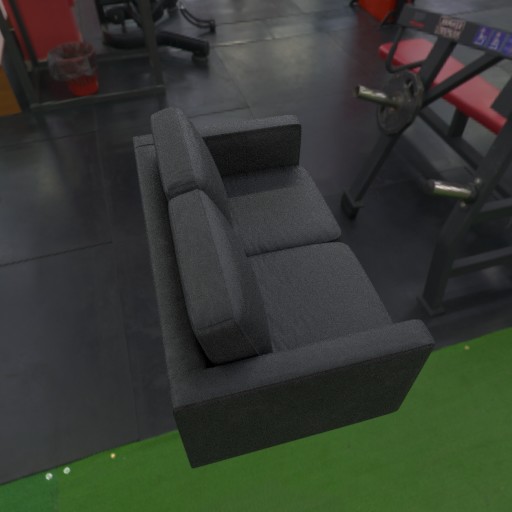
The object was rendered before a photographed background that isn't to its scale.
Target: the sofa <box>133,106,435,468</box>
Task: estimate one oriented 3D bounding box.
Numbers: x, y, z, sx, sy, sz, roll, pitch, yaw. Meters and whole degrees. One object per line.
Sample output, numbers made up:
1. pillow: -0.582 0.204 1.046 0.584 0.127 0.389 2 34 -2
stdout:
1. sofa: 0.000 0.000 1.962 0.879 0.899 1.430 -11 49 -10
